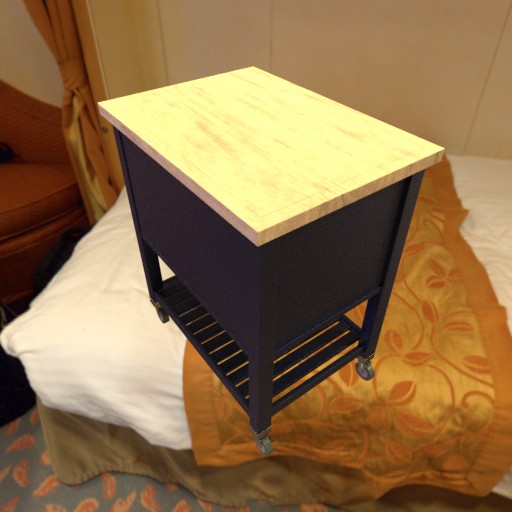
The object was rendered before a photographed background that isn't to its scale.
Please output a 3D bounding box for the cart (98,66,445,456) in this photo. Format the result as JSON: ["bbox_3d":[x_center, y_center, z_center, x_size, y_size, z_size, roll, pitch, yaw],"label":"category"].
[{"bbox_3d":[0.000,0.000,1.480,0.567,0.920,0.797,-25,46,-27],"label":"cart"}]
